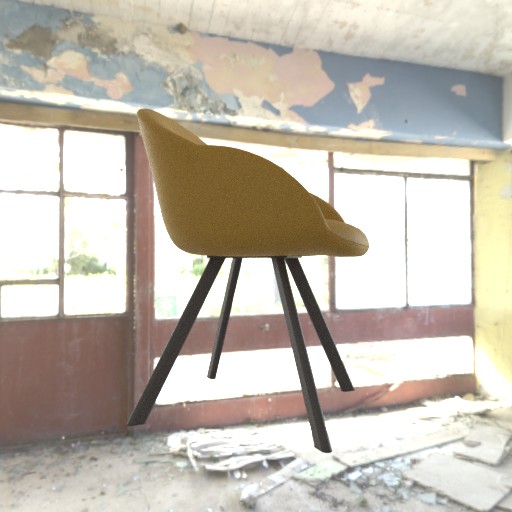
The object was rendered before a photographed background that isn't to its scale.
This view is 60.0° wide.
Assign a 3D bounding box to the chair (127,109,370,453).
[{"bbox_3d":[0.000,0.000,1.182,0.583,0.793,0.551,0,-1,18],"label":"chair"}]
